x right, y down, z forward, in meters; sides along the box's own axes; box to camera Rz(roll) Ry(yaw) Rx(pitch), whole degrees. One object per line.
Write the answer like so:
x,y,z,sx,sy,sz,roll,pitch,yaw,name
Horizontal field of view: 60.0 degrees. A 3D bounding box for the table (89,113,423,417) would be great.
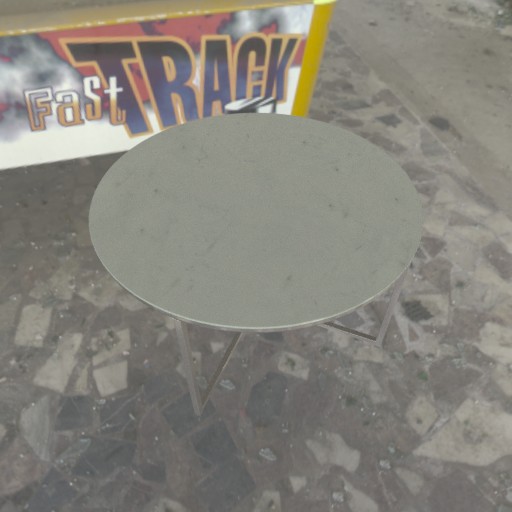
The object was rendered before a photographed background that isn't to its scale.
0.000,0.000,1.257,0.800,0.450,0.800,0,46,0,table
